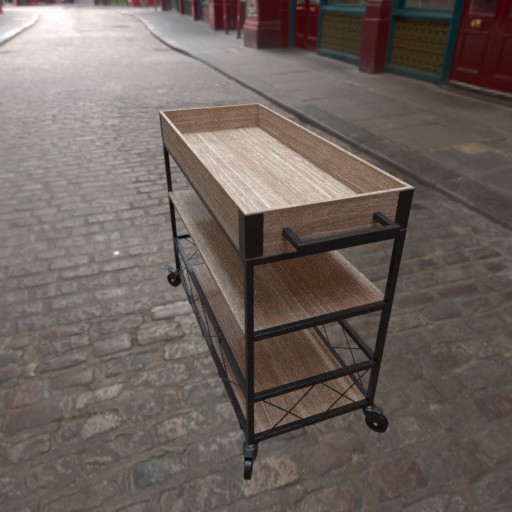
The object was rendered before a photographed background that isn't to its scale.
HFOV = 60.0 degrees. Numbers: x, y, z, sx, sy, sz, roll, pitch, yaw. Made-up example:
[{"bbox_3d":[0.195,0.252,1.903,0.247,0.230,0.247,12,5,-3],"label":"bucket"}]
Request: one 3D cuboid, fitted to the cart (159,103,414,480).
[{"bbox_3d":[0.000,0.000,1.502,0.500,0.787,1.101,-11,32,-18],"label":"cart"}]
